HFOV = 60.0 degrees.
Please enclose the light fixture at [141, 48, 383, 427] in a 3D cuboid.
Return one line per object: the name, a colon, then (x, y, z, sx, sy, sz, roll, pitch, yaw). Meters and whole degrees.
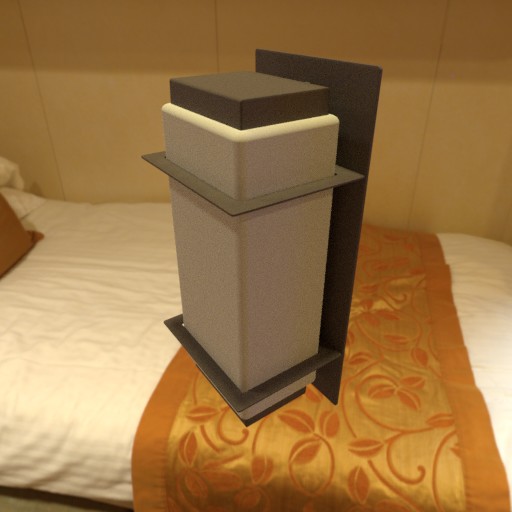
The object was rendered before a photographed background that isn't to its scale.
light fixture: (0.000, 0.000, 0.427, 0.146, 0.347, 0.153, -20, 36, -30)
